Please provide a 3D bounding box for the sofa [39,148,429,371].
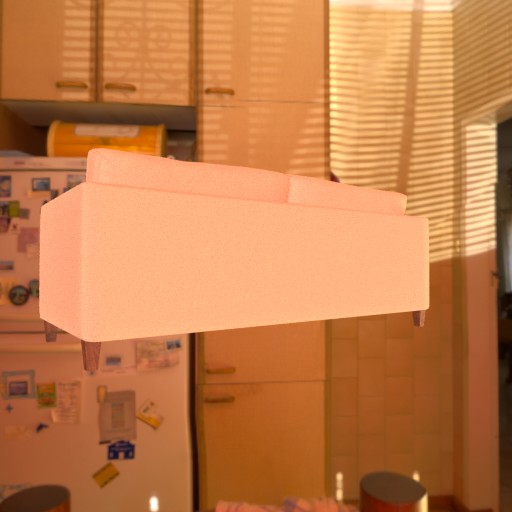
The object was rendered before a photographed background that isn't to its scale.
[{"bbox_3d":[0.000,0.000,2.803,2.361,0.968,0.951,1,-1,-35],"label":"sofa"}]
